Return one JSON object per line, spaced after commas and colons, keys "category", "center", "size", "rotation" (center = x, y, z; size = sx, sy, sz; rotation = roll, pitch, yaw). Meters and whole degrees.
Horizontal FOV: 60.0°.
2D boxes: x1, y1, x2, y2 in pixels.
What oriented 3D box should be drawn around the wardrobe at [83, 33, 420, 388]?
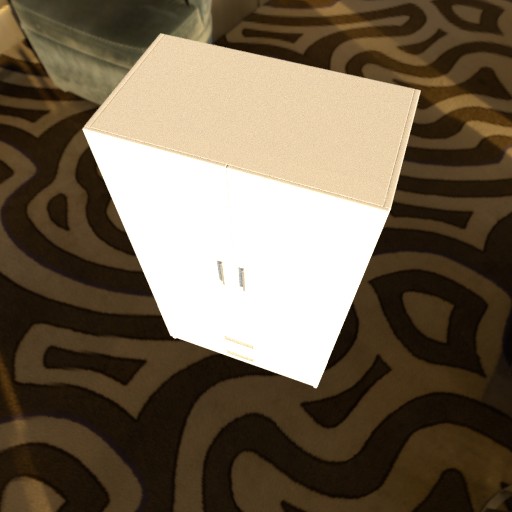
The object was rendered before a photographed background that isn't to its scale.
{"category": "wardrobe", "center": [0.000, 0.000, 2.228], "size": [0.991, 1.808, 0.577], "rotation": [17, 59, 10]}
